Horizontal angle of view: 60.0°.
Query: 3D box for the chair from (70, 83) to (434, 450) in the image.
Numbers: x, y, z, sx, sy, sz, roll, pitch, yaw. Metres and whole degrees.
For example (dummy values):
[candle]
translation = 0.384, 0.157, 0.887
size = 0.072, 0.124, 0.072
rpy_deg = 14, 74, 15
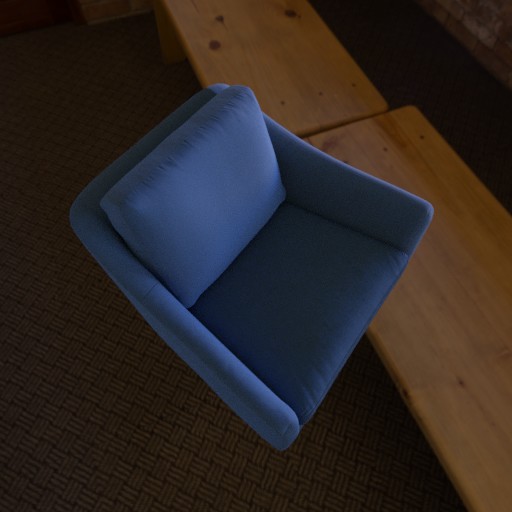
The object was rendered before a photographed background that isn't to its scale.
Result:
[chair]
translation = 0.000, 0.000, 1.674
size = 0.961, 0.899, 0.987
rpy_deg = 32, 64, 18
